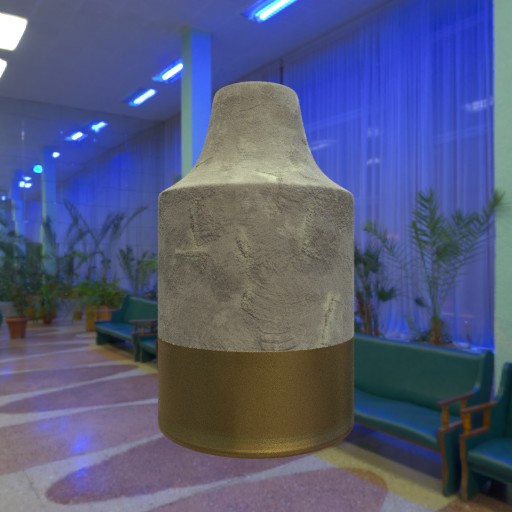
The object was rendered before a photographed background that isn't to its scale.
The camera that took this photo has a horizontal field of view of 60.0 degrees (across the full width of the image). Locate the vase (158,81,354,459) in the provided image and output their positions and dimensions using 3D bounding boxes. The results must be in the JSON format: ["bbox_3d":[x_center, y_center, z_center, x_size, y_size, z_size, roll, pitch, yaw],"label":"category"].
[{"bbox_3d":[0.000,0.000,0.425,0.184,0.305,0.184,0,0,0],"label":"vase"}]
